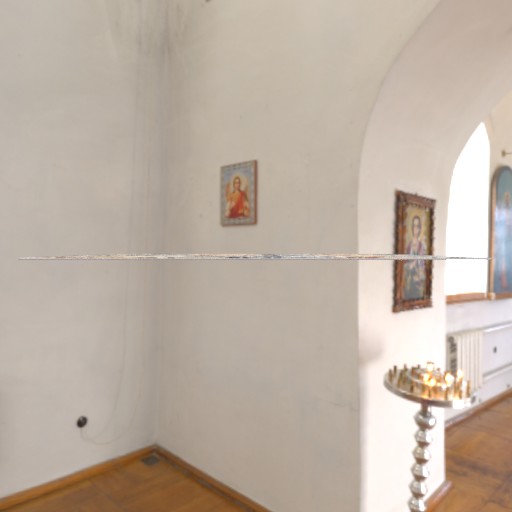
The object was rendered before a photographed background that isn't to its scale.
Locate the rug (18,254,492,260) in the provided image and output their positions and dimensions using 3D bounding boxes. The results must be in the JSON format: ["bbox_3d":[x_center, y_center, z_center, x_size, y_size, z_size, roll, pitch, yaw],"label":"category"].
[{"bbox_3d":[0.000,0.000,4.033,3.040,0.014,2.423,0,1,0],"label":"rug"}]
